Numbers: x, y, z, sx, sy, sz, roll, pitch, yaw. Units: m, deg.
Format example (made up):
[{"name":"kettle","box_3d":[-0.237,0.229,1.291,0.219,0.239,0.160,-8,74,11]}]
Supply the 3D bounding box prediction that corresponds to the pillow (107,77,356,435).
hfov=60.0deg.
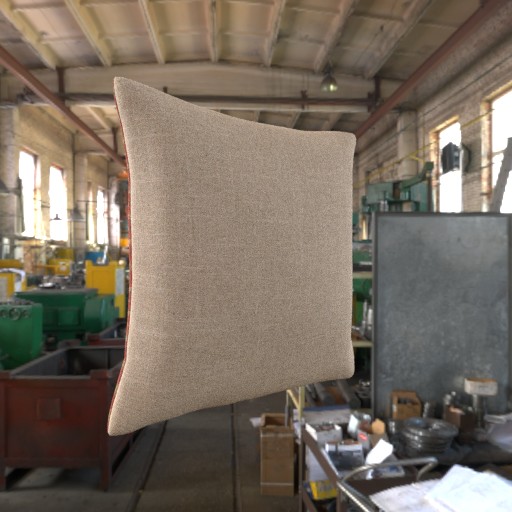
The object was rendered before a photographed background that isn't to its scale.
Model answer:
[{"name":"pillow","box_3d":[0.000,0.000,0.768,0.511,0.503,0.182,0,0,-37]}]
